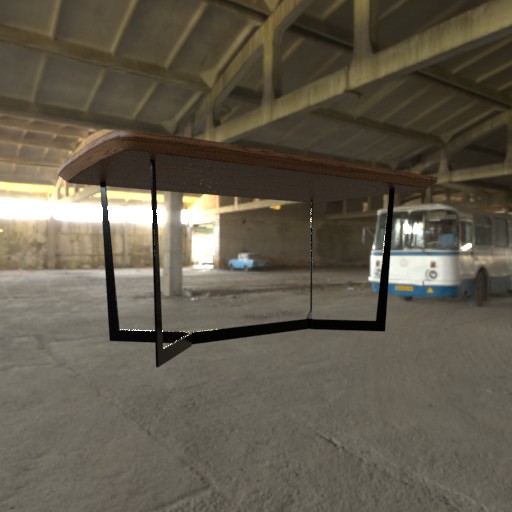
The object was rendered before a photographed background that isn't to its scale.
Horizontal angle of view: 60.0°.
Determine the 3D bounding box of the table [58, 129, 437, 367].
[{"bbox_3d":[0.000,0.000,2.116,1.643,0.765,0.949,-1,1,-35],"label":"table"}]
